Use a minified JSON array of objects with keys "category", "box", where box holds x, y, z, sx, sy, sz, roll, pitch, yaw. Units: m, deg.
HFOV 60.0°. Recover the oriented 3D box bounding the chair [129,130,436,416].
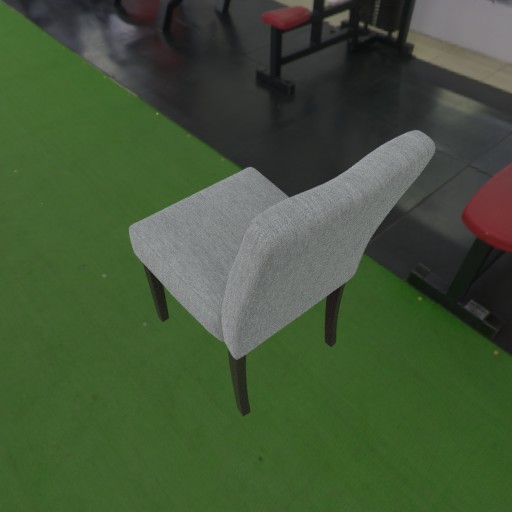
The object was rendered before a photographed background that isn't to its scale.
[{"category":"chair","box":[0.000,0.000,1.249,0.487,0.884,0.629,-31,55,-25]}]
